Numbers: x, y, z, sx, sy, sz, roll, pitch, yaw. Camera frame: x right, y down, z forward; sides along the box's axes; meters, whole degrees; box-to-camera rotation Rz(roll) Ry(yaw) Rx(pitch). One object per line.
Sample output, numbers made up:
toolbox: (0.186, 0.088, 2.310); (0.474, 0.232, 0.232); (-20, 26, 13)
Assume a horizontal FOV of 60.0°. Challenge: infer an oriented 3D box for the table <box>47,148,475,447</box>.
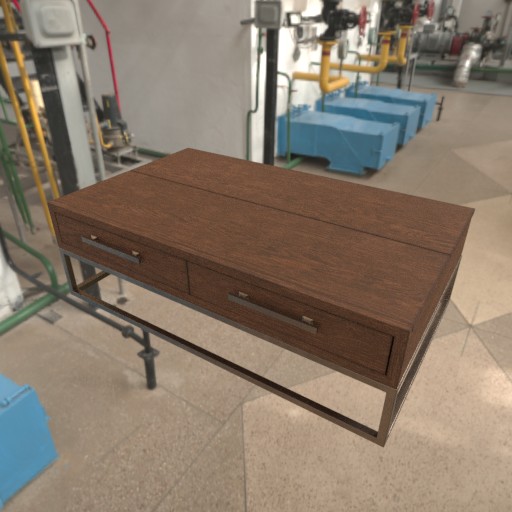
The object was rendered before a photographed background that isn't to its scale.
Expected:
table: (0.000, 0.000, 1.489); (1.167, 0.361, 0.719); (18, 35, 28)
